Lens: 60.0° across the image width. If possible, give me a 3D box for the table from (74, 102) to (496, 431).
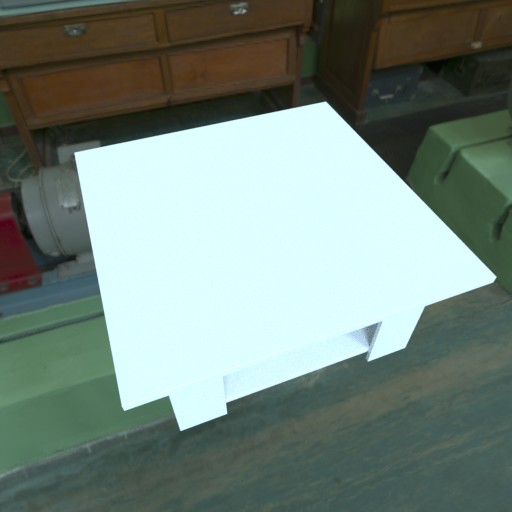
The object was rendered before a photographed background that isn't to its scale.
[{"bbox_3d":[0.000,0.000,1.041,0.670,0.305,0.670,-16,50,-14],"label":"table"}]
